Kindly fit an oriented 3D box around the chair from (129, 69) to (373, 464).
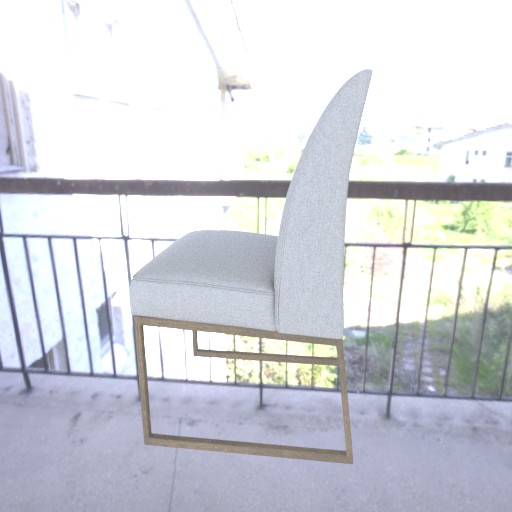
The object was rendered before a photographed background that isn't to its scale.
[{"bbox_3d":[0.000,0.000,1.180,0.522,0.863,0.508,2,16,7],"label":"chair"}]
